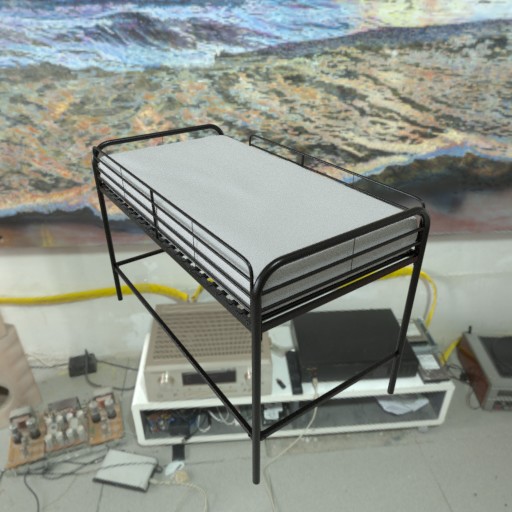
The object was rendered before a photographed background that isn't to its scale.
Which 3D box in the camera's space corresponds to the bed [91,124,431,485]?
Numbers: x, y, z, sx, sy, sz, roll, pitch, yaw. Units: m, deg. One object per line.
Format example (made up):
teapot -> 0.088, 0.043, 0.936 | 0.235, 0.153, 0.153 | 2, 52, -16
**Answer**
bed -> 0.000, 0.000, 2.952 | 1.393, 1.289, 1.968 | -20, 36, -30
